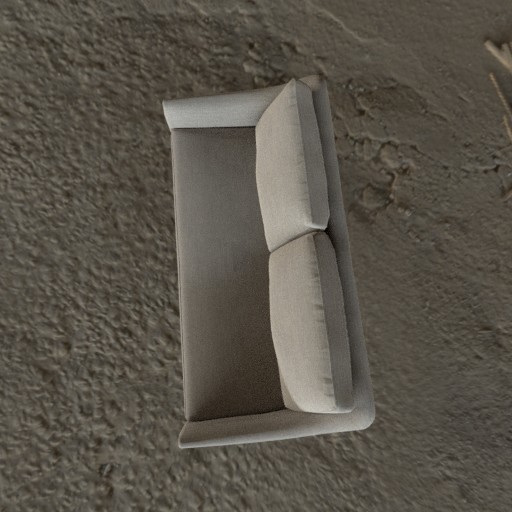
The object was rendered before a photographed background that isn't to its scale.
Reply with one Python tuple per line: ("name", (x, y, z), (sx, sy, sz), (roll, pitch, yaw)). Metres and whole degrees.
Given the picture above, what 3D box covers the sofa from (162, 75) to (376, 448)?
("sofa", (0.000, 0.000, 2.648), (0.980, 0.913, 2.036), (-5, 76, -1))
